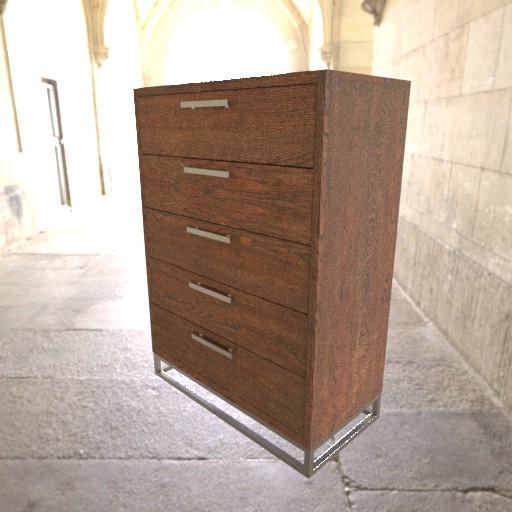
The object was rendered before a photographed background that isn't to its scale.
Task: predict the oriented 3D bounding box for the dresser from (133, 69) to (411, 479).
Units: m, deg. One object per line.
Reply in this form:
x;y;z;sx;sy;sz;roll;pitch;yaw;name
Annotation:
0.000;0.000;1.827;0.965;1.321;0.508;16;23;42;dresser
